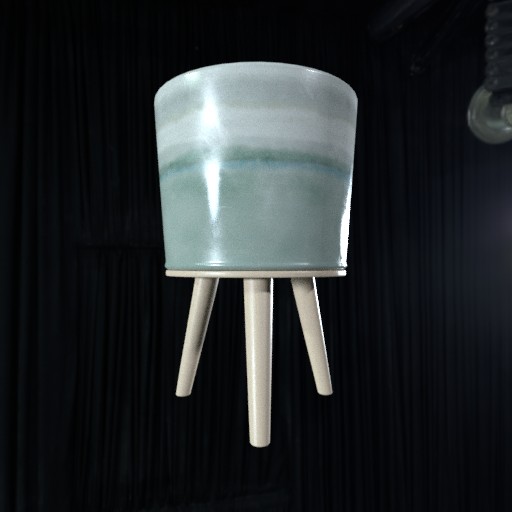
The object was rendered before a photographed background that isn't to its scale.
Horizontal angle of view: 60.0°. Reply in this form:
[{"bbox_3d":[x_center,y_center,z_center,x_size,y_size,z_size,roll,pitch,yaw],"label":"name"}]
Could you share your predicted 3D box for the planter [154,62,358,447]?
[{"bbox_3d":[0.000,0.000,0.589,0.265,0.404,0.265,0,-1,-19],"label":"planter"}]
